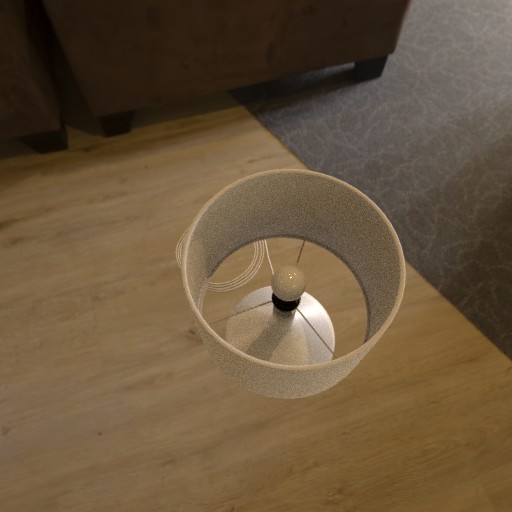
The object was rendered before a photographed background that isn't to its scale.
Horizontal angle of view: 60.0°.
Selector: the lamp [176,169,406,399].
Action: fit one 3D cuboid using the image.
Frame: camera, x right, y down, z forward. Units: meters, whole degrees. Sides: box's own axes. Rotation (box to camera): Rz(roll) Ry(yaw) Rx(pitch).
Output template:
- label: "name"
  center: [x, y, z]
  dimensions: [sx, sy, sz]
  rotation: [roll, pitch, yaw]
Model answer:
- label: "lamp"
  center: [0.000, 0.000, 0.861]
  dimensions: [0.401, 0.457, 0.546]
  rotation: [-1, 63, 0]
